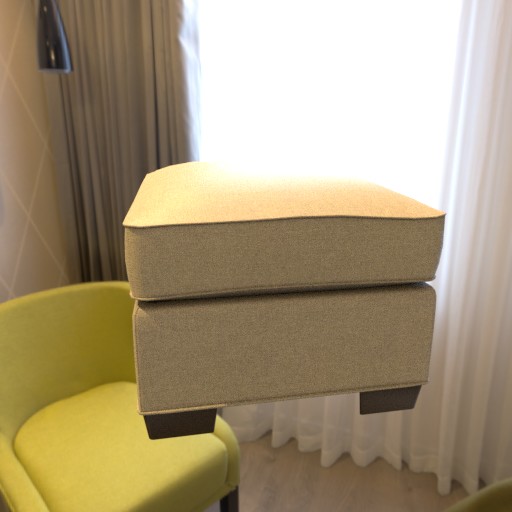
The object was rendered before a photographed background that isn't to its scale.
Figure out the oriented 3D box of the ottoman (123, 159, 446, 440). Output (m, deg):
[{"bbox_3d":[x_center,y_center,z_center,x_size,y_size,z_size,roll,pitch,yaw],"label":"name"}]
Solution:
[{"bbox_3d":[0.000,0.000,1.242,0.619,0.504,0.843,-3,17,-10],"label":"ottoman"}]
